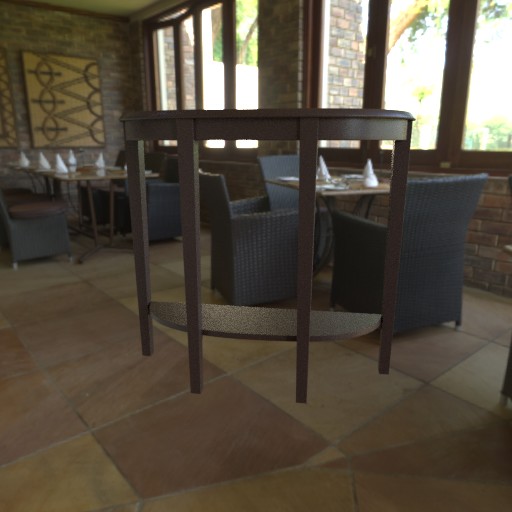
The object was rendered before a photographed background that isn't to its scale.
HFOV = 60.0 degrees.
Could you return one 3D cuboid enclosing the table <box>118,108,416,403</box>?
[{"bbox_3d":[0.000,0.000,1.342,0.909,0.831,0.274,2,15,9],"label":"table"}]
